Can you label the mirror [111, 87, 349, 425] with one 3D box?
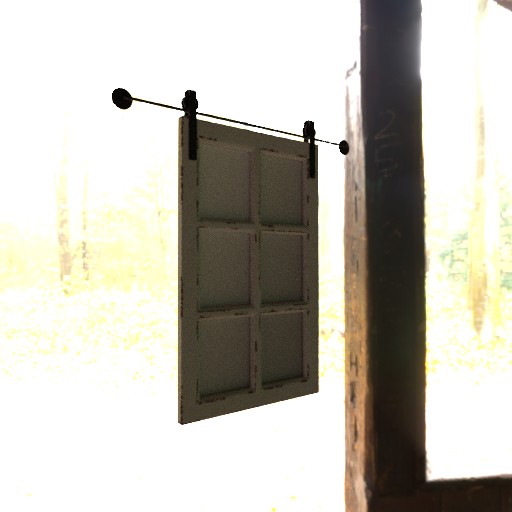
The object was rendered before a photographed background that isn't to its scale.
[{"bbox_3d":[0.000,0.000,1.247,0.808,0.844,0.037,1,-1,-36],"label":"mirror"}]
